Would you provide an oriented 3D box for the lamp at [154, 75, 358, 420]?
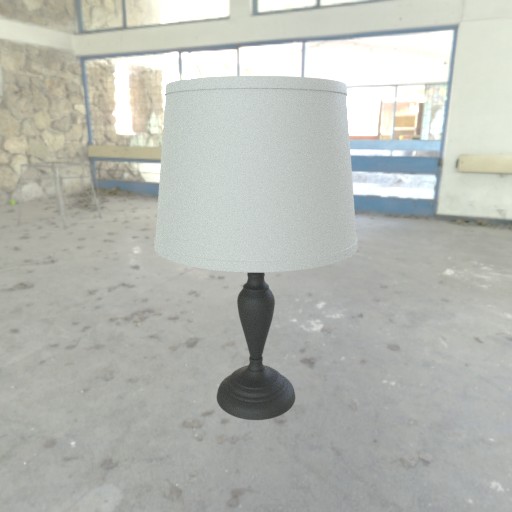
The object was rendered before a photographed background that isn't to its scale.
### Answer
[{"bbox_3d":[0.000,0.000,0.698,0.310,0.501,0.310,0,16,0],"label":"lamp"}]
